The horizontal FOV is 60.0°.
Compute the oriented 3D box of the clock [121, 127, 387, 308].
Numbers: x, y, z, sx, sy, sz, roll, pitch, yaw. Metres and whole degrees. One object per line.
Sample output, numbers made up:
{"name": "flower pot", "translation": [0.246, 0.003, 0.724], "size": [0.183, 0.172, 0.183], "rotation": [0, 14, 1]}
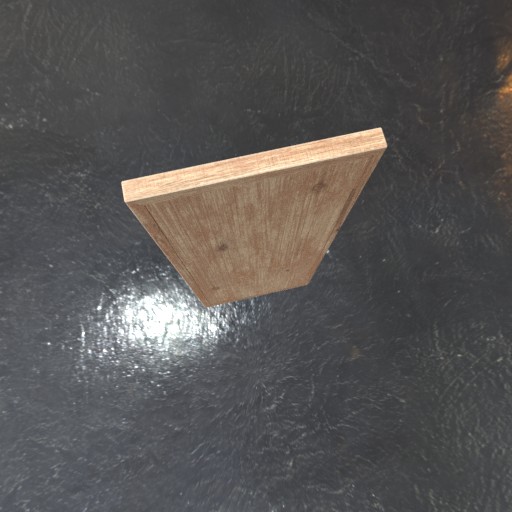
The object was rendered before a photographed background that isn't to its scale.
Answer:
{"name": "clock", "translation": [0.000, 0.000, 1.061], "size": [0.361, 0.965, 0.030], "rotation": [-13, 75, -3]}
